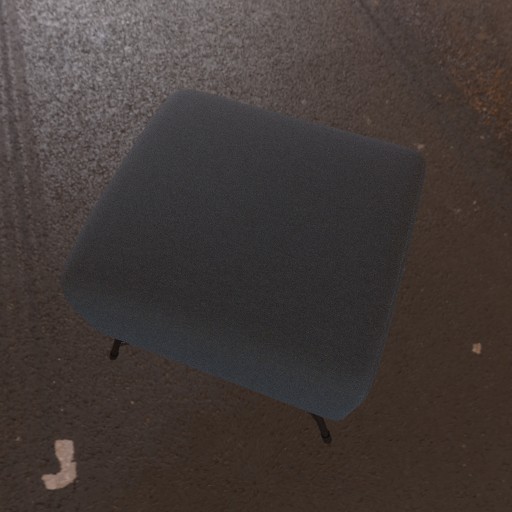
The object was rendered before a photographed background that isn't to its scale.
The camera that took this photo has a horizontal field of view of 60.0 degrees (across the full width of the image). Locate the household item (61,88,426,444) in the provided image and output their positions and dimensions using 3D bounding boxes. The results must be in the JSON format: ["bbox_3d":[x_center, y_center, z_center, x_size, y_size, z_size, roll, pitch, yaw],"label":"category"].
[{"bbox_3d":[0.000,0.000,0.903,0.530,0.420,0.530,18,64,9],"label":"household item"}]
